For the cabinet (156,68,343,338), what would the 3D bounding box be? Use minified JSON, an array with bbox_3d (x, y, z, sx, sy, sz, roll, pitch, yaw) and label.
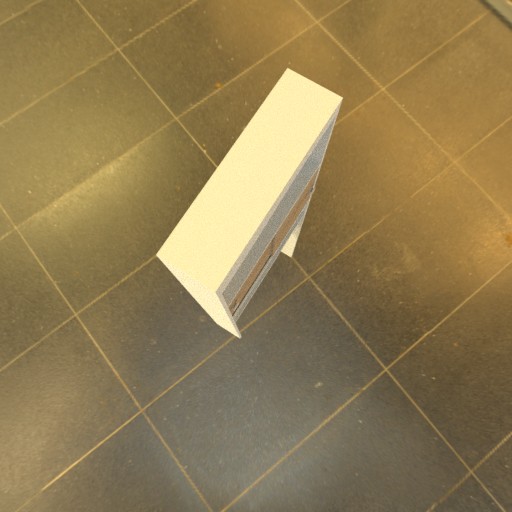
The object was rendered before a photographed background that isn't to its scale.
[{"bbox_3d":[0.000,0.000,2.028,0.192,1.770,0.643,31,78,7],"label":"cabinet"}]
